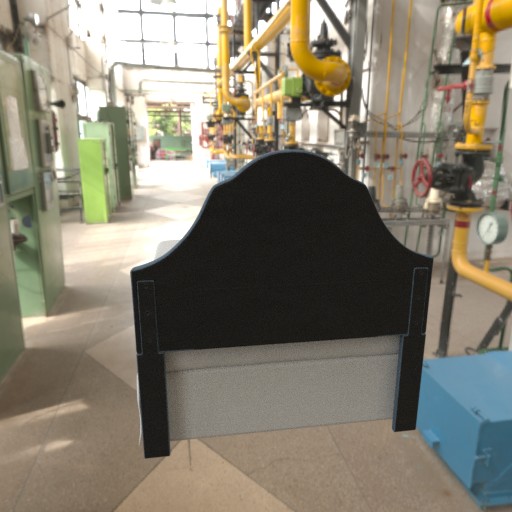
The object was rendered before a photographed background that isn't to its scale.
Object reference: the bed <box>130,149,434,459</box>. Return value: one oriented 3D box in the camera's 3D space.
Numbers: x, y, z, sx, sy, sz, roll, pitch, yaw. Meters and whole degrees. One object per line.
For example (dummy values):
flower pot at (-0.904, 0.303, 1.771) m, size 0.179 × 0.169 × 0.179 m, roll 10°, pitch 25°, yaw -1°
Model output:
bed at (0.000, 0.000, 3.261) m, size 1.636 × 1.575 × 2.155 m, roll -2°, pitch 15°, yaw -9°
